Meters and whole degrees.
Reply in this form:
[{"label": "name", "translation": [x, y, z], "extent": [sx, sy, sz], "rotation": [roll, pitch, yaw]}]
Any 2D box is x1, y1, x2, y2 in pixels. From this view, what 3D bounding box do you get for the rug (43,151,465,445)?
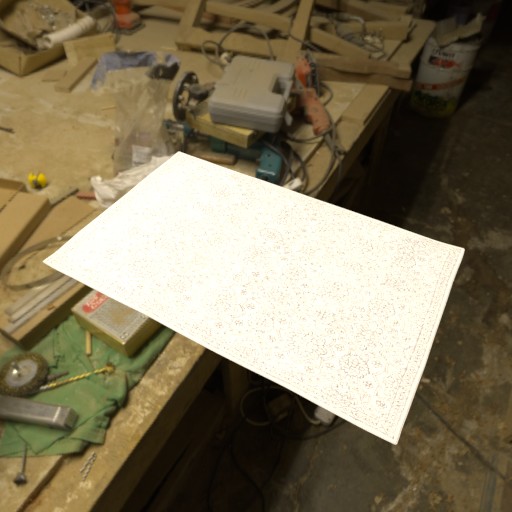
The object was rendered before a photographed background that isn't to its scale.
[{"label": "rug", "translation": [0.000, 0.000, 2.998], "extent": [2.434, 0.023, 1.518], "rotation": [23, 51, 20]}]
